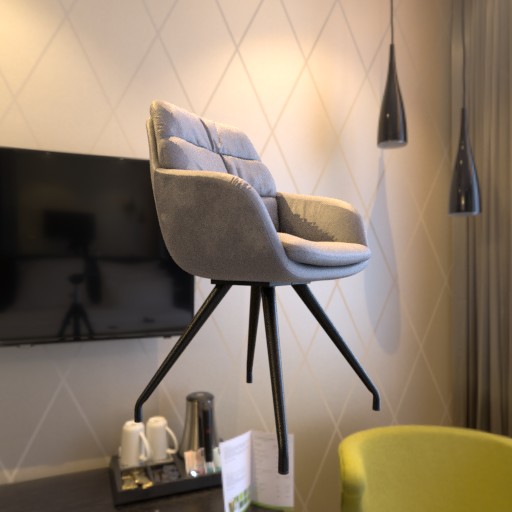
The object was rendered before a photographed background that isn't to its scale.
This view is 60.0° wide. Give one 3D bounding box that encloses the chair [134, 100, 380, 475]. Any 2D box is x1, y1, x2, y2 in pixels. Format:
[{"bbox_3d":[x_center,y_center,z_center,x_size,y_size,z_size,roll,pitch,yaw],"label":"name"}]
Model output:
[{"bbox_3d":[0.000,0.000,1.251,0.569,0.888,0.579,0,-1,38],"label":"chair"}]
